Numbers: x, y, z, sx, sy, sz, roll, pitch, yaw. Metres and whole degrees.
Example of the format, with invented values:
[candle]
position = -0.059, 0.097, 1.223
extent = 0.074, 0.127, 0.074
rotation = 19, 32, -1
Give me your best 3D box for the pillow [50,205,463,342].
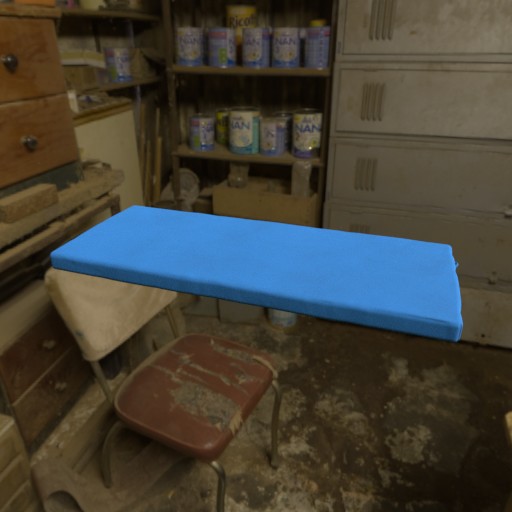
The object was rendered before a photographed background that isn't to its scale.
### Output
[pillow]
position = 0.000, 0.000, 1.369
extent = 1.187, 0.081, 0.492
rotation = 8, 27, 17
